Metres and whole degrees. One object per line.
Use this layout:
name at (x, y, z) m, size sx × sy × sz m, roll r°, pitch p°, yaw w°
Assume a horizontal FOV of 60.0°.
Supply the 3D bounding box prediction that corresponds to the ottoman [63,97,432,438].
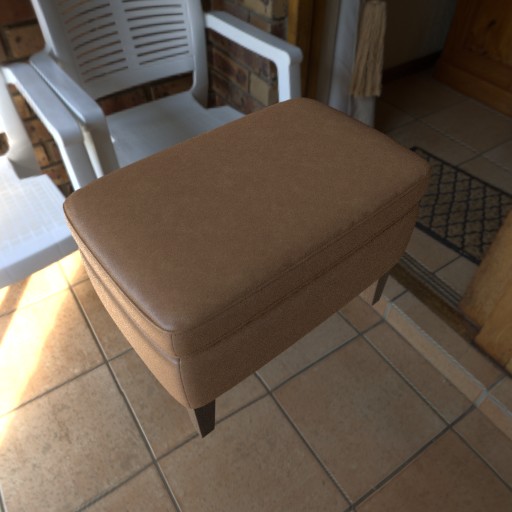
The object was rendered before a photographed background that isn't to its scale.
ottoman at (0.000, 0.000, 1.018) m, size 0.670 × 0.480 × 0.420 m, roll -31°, pitch 54°, yaw -26°
